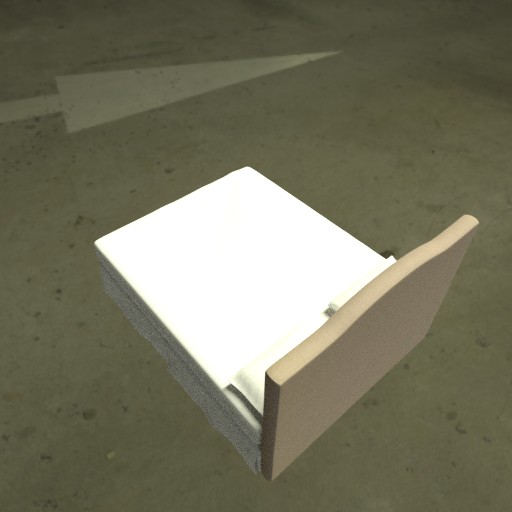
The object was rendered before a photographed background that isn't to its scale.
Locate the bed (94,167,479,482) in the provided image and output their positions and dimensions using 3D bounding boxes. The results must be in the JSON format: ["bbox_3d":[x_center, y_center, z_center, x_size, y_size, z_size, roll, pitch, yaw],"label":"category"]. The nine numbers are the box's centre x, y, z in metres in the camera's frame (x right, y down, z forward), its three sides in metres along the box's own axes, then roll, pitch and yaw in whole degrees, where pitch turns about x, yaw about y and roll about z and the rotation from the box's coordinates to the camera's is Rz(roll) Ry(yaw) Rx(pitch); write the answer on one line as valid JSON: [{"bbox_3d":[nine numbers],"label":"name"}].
[{"bbox_3d":[0.000,0.000,3.402,1.821,1.436,2.282,-32,54,-27],"label":"bed"}]
